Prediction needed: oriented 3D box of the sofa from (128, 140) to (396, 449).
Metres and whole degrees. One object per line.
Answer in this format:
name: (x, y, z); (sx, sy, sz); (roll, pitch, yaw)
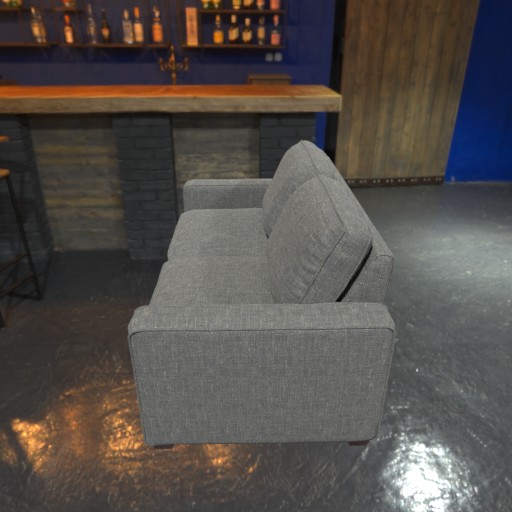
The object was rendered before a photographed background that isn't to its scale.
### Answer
sofa: (0.000, 0.000, 2.304); (0.947, 0.918, 1.709); (-1, 27, -1)
